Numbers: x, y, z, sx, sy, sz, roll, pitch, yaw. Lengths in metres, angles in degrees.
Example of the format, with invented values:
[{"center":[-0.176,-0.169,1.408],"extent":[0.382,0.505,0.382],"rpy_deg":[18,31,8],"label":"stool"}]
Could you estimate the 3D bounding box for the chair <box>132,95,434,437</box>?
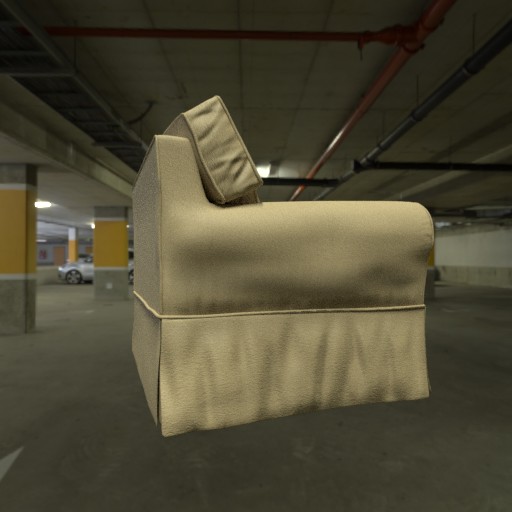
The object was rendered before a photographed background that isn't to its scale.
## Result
[{"center":[0.000,0.000,1.774],"extent":[0.903,0.937,1.096],"rpy_deg":[0,0,-19],"label":"chair"}]
